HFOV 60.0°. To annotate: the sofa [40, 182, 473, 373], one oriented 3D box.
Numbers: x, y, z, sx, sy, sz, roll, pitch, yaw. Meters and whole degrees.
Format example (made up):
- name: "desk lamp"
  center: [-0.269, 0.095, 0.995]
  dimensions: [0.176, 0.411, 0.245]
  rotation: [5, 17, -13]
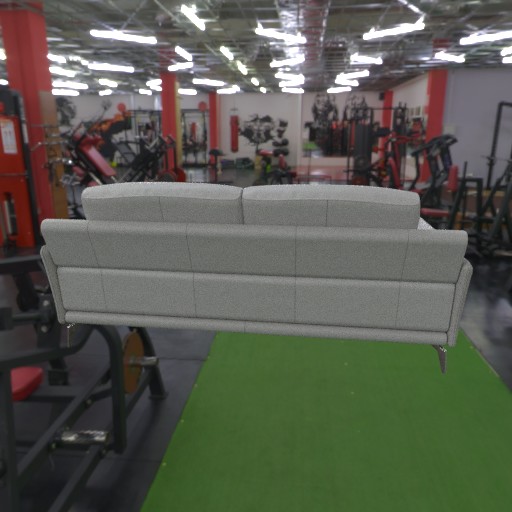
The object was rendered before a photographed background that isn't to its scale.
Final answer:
- name: "sofa"
  center: [0.000, 0.000, 2.605]
  dimensions: [2.101, 0.930, 1.049]
  rotation: [2, 16, 8]
